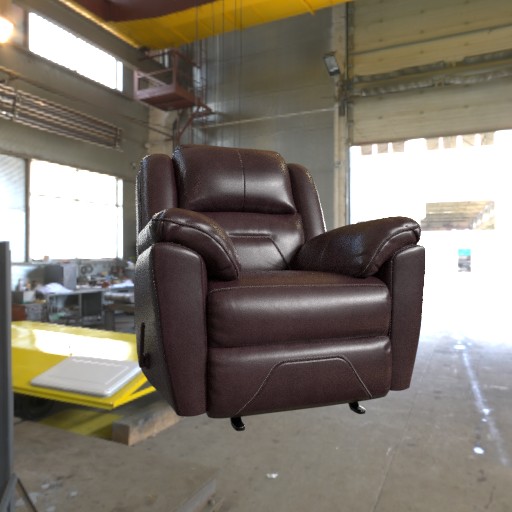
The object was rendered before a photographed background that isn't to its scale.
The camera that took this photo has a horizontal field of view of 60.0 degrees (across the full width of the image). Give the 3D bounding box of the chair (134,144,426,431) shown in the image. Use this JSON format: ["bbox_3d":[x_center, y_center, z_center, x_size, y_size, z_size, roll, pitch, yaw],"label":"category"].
[{"bbox_3d":[0.000,0.000,1.876,0.990,1.093,1.041,0,0,-19],"label":"chair"}]
